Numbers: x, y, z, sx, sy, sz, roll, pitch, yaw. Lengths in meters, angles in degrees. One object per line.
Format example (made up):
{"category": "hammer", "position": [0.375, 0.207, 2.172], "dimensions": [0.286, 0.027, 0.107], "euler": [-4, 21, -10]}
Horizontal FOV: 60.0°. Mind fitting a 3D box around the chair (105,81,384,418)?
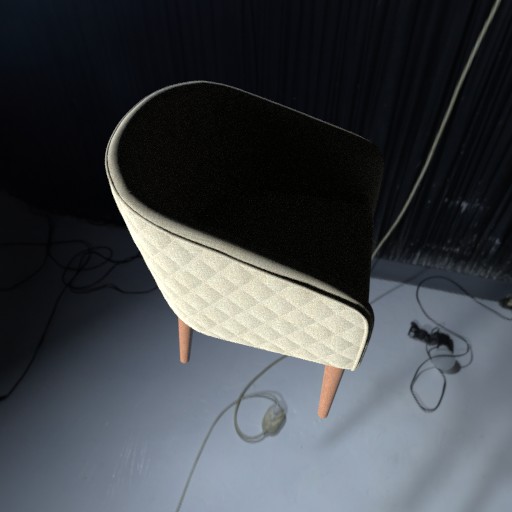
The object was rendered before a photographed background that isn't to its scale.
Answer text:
{"category": "chair", "position": [0.000, 0.000, 1.220], "dimensions": [0.616, 0.775, 0.584], "euler": [10, 48, 9]}
